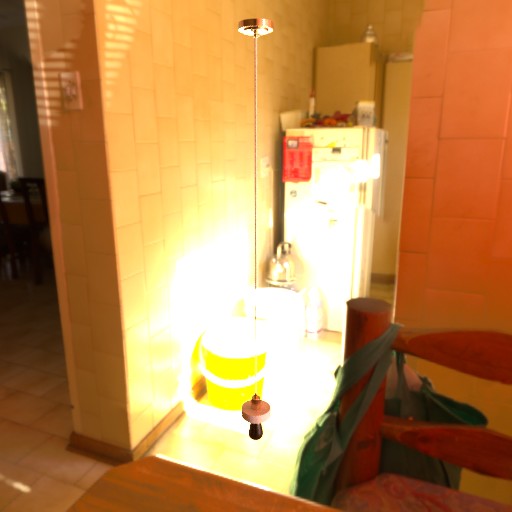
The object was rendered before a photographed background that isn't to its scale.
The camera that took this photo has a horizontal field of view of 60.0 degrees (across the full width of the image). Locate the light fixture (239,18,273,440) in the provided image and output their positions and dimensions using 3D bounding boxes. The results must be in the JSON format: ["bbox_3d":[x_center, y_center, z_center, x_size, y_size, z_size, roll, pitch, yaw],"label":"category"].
[{"bbox_3d":[0.000,0.000,1.748,0.129,1.669,0.129,-2,15,-8],"label":"light fixture"}]
